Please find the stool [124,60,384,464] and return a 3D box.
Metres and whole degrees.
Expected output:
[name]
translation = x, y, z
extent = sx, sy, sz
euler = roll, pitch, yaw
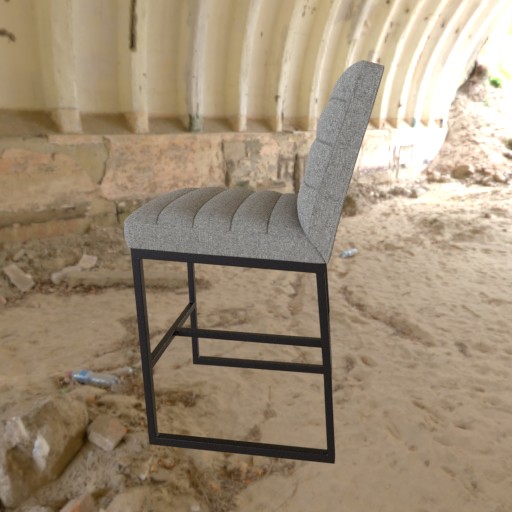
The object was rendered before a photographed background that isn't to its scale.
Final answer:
[stool]
translation = 0.000, 0.000, 1.217
extent = 0.560, 0.940, 0.460
euler = 2, 17, 8
